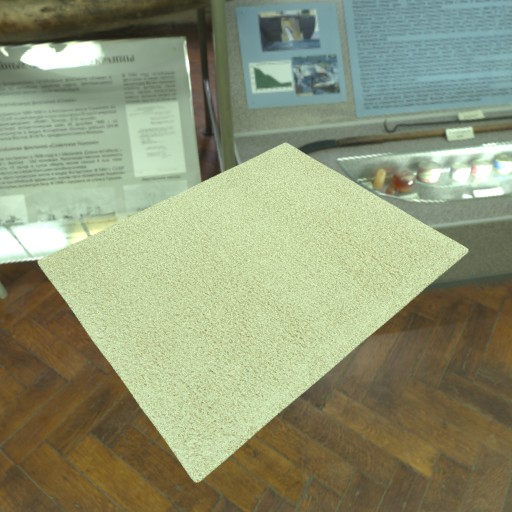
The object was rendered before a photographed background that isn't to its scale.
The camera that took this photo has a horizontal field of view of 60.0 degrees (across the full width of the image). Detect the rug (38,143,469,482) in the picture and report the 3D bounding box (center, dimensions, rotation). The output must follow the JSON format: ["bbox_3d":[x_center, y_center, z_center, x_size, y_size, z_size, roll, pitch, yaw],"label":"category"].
[{"bbox_3d":[0.000,0.000,3.987,3.047,0.029,2.438,-31,53,-27],"label":"rug"}]
